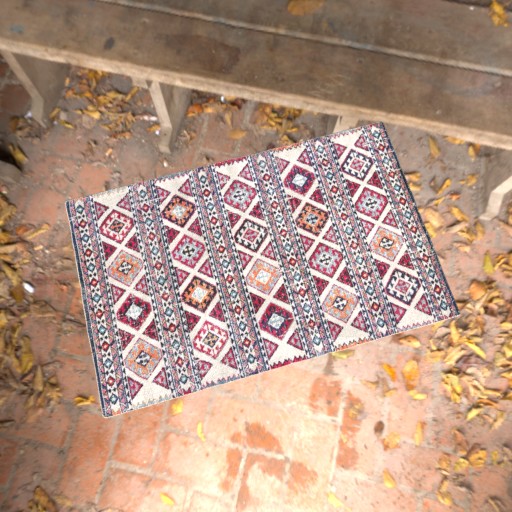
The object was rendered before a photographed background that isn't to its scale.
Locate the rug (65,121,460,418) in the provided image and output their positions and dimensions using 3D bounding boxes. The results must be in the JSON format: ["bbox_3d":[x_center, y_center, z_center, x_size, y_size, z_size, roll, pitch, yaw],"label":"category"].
[{"bbox_3d":[0.000,0.000,3.088,2.440,0.010,1.545,-15,75,-4],"label":"rug"}]
